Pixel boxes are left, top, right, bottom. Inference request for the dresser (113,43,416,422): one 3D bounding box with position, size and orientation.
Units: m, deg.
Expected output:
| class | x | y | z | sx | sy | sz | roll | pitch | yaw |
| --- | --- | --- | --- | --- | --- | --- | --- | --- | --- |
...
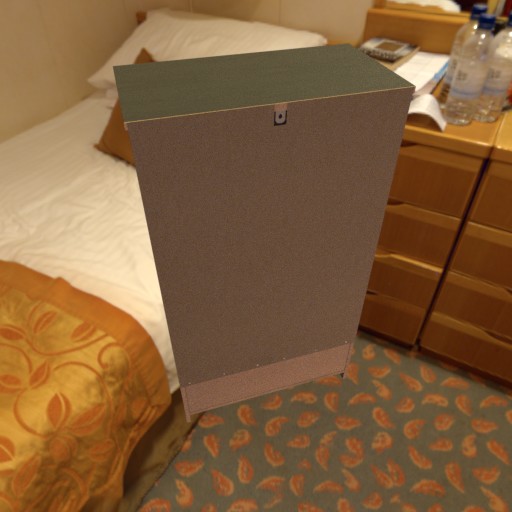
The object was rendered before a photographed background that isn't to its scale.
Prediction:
| class | x | y | z | sx | sy | sz | roll | pitch | yaw |
| --- | --- | --- | --- | --- | --- | --- | --- | --- | --- |
| dresser | 0.000 | 0.000 | 1.565 | 0.704 | 1.255 | 0.399 | -12 | 43 | -13 |
